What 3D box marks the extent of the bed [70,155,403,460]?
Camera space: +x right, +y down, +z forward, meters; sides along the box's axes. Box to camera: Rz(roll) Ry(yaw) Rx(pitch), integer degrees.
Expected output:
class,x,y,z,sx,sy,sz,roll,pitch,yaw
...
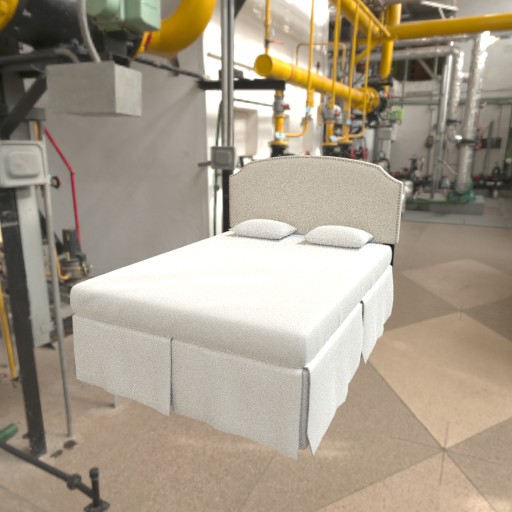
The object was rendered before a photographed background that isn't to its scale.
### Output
class,x,y,z,sx,sy,sz,roll,pitch,yaw
bed,0.000,0.000,2.994,1.558,1.270,1.999,7,16,26
